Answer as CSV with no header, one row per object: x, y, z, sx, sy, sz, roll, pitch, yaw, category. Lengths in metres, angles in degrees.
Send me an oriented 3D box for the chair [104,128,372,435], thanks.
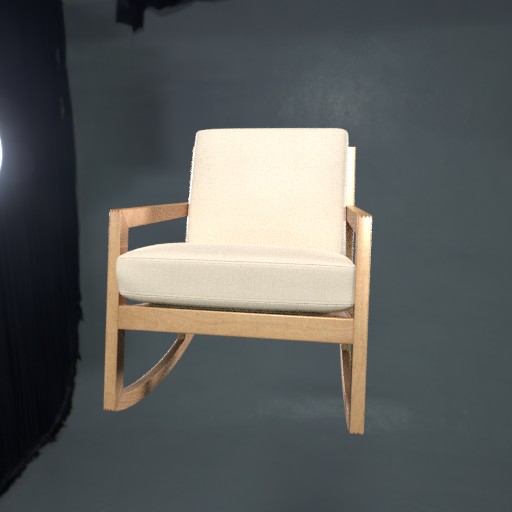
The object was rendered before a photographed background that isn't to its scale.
0.000,0.000,1.380,0.622,0.790,0.857,2,14,9,chair
